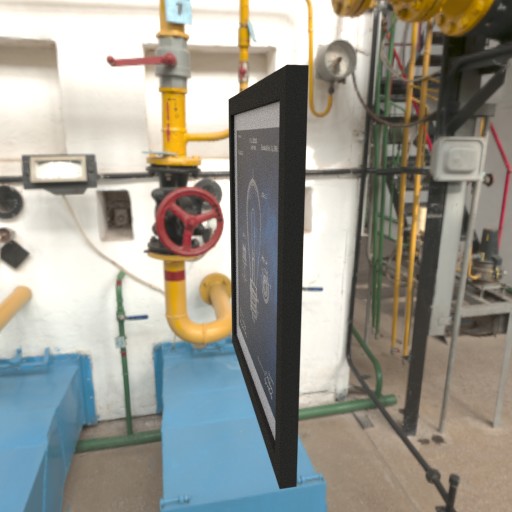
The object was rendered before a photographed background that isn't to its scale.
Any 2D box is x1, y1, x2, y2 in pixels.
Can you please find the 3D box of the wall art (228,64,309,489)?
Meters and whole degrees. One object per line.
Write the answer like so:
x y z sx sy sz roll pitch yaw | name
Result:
0.000 0.000 0.706 0.023 0.505 0.428 -3 15 -11 | wall art
